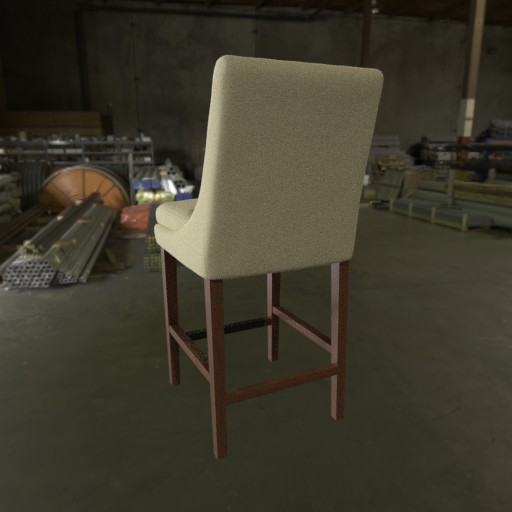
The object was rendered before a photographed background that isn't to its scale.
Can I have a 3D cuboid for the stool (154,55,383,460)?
[{"bbox_3d":[0.000,0.000,1.298,0.470,0.981,0.577,-7,16,-26],"label":"stool"}]
